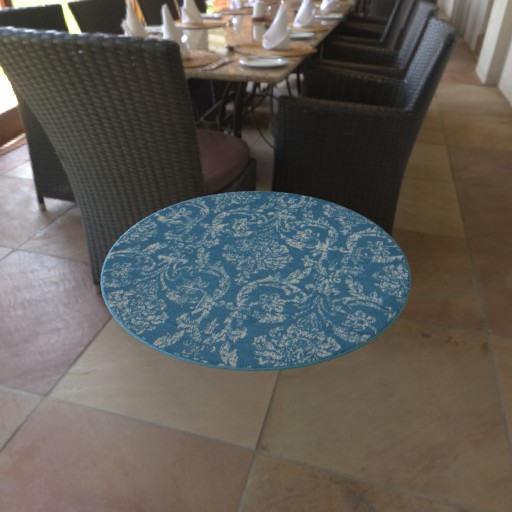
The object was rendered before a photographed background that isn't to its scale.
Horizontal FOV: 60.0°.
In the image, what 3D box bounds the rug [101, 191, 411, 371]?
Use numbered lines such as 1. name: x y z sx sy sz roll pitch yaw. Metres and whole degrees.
1. rug: 0.000 0.000 2.367 1.593 0.012 1.593 0 34 0
